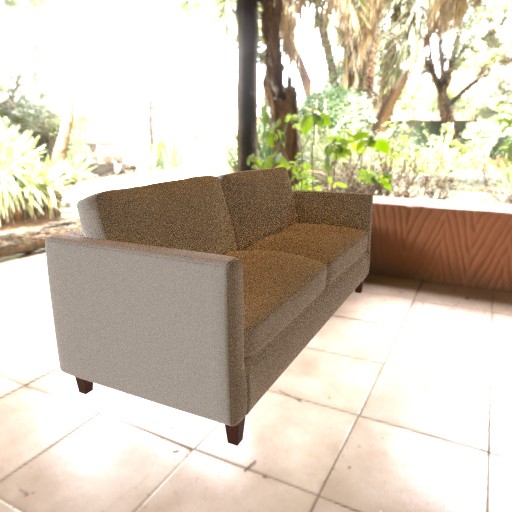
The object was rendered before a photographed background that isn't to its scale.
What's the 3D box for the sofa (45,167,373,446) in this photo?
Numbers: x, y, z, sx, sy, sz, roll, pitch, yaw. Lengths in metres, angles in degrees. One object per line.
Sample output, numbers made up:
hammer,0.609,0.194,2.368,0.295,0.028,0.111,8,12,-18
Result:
sofa,0.000,0.000,2.590,0.924,0.933,2.139,7,16,26
